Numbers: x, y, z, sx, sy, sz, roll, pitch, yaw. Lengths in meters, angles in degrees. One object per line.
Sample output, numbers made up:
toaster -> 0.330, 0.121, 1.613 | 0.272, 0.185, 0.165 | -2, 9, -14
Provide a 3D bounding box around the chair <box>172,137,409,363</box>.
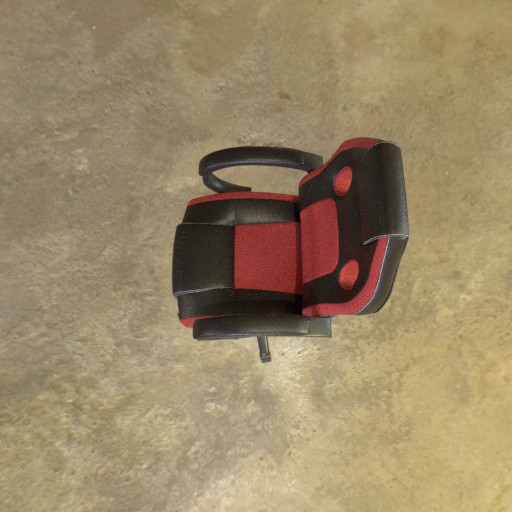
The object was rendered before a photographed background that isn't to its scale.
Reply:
chair -> 0.000, 0.000, 1.692 | 0.783, 1.189, 0.750 | 0, 74, 0
